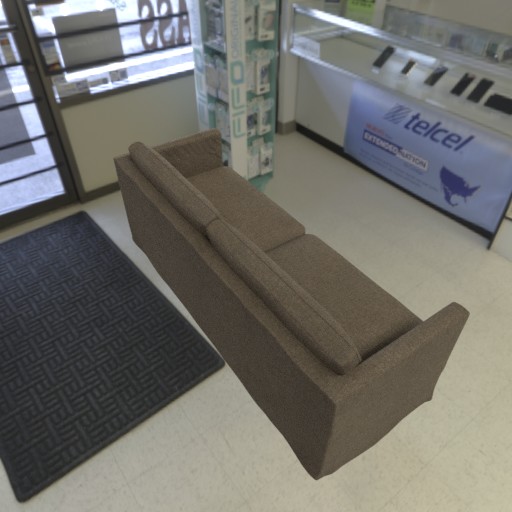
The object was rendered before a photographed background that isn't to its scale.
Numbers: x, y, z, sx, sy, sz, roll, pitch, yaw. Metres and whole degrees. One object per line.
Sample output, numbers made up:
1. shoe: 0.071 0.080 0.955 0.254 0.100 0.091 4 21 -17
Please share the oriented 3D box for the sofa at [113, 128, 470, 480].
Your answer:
1. sofa: 0.000 0.000 3.273 1.036 0.998 2.779 -24 47 -25
